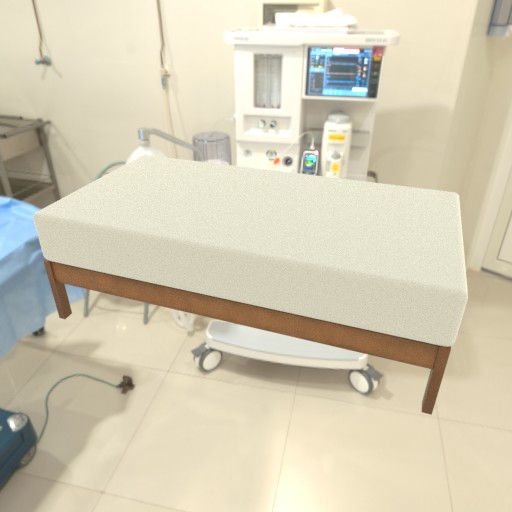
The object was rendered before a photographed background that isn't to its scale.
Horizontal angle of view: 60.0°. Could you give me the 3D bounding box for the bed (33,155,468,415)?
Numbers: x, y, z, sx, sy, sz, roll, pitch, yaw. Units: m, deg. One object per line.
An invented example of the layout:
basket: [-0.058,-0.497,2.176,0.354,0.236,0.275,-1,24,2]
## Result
bed: [0.000,0.000,2.337,1.902,0.616,0.961,10,32,17]
